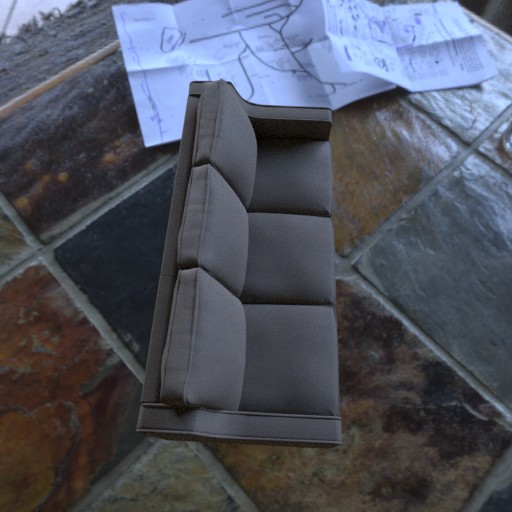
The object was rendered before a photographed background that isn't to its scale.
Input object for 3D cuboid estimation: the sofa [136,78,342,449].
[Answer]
[{"bbox_3d":[0.000,0.000,2.554,0.911,0.974,1.986,3,65,1],"label":"sofa"}]
